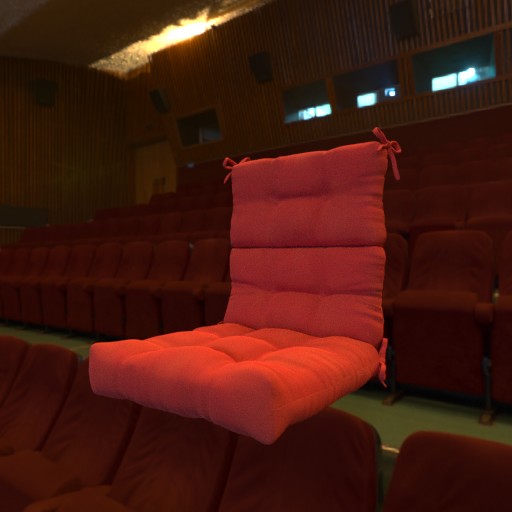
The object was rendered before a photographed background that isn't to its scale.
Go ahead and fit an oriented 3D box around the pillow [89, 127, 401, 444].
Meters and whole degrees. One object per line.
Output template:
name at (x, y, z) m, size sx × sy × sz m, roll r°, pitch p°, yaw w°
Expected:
pillow at (0.000, 0.000, 1.007) m, size 0.519 × 0.605 × 0.571 m, roll 0°, pitch 0°, yaw 36°
